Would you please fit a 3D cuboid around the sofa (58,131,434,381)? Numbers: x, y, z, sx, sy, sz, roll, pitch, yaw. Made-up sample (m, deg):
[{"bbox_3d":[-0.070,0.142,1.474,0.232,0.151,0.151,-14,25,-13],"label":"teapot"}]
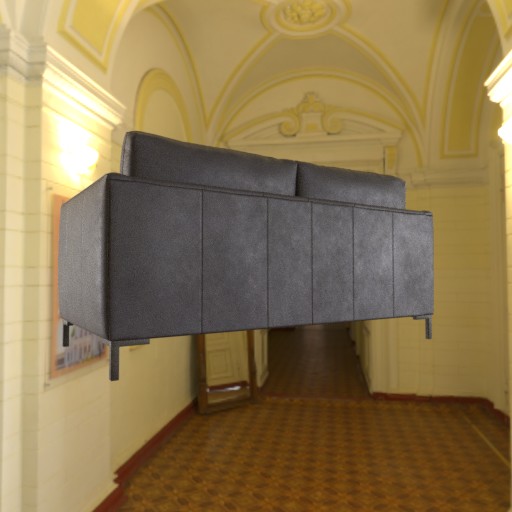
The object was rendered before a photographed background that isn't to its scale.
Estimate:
[{"bbox_3d":[0.000,0.000,2.291,1.805,0.883,0.947,2,-3,-35],"label":"sofa"}]
